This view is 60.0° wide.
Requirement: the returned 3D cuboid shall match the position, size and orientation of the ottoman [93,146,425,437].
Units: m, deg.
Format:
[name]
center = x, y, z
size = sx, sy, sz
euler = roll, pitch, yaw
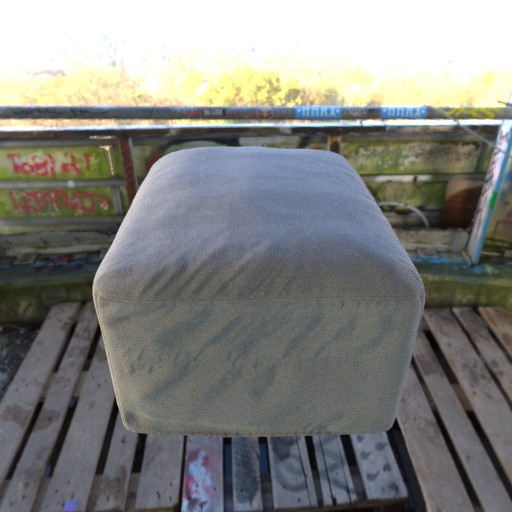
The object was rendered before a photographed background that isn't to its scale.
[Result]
[ottoman]
center = 0.000, 0.000, 1.256
size = 0.683, 0.481, 0.837
euler = -1, 32, -1
